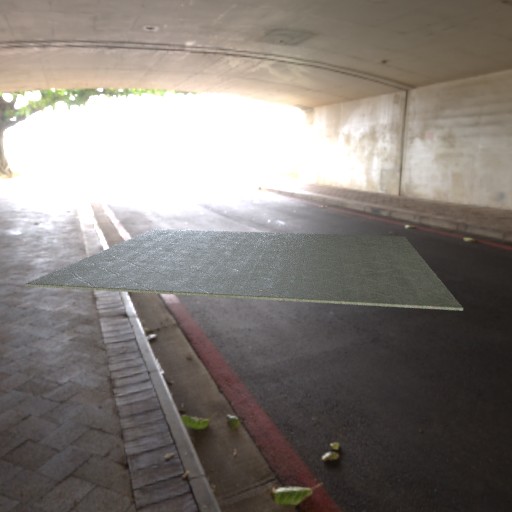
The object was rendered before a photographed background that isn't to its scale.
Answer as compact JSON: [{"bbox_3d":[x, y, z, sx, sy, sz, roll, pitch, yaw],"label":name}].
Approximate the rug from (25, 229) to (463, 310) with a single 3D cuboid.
[{"bbox_3d":[0.000,0.000,4.170,3.039,0.019,2.420,2,13,10],"label":"rug"}]
